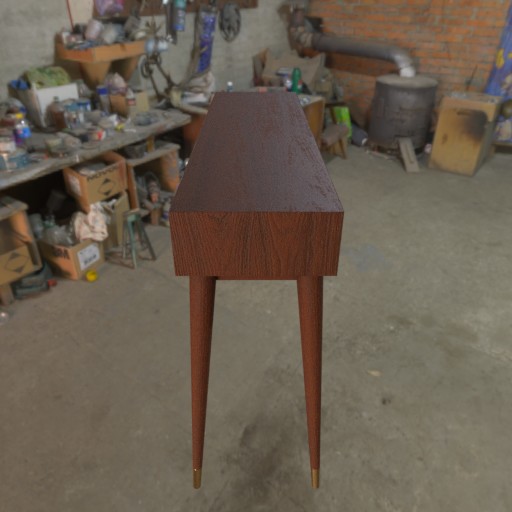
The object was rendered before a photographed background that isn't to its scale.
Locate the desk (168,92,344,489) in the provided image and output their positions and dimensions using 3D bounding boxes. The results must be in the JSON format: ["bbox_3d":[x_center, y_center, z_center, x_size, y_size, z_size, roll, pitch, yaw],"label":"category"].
[{"bbox_3d":[0.000,0.000,1.617,0.384,0.917,1.204,0,31,0],"label":"desk"}]
